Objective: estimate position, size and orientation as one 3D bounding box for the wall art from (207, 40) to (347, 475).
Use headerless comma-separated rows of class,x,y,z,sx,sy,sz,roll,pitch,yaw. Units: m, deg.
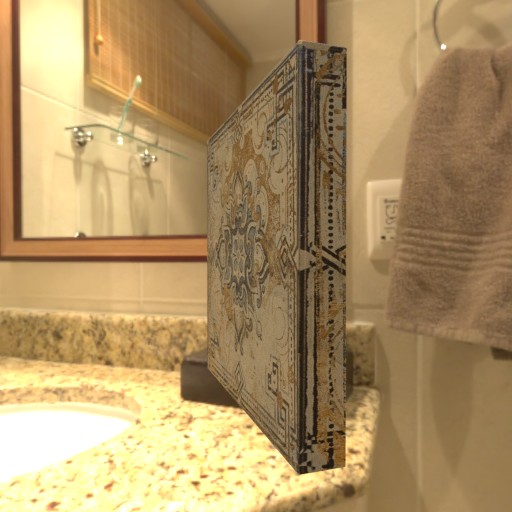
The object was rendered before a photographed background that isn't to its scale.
wall art,0.000,0.000,0.459,0.038,0.306,0.302,0,1,-19
